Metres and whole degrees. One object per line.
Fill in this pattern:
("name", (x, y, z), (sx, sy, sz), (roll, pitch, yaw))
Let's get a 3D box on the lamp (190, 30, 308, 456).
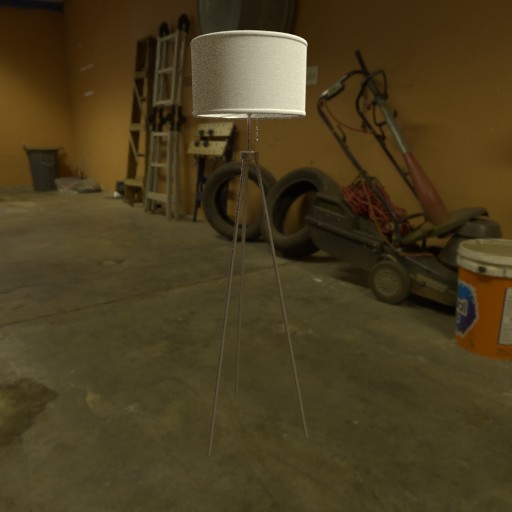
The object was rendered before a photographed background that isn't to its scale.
("lamp", (0.000, 0.000, 1.762), (0.458, 1.545, 0.448), (2, 15, 8))
